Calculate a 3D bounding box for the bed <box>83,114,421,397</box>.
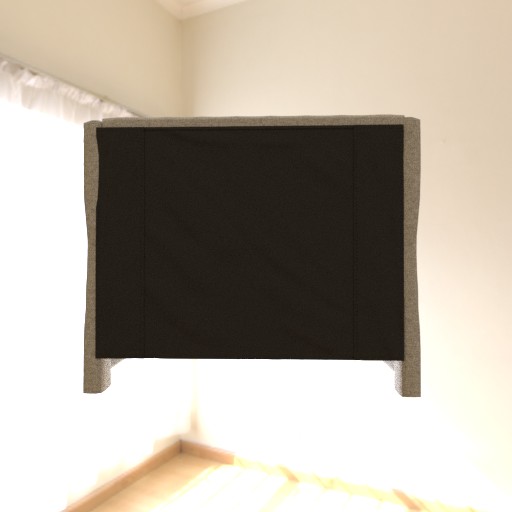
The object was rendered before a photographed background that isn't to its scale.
[{"bbox_3d":[0.000,0.000,3.954,2.219,1.771,2.347,0,0,2],"label":"bed"}]
